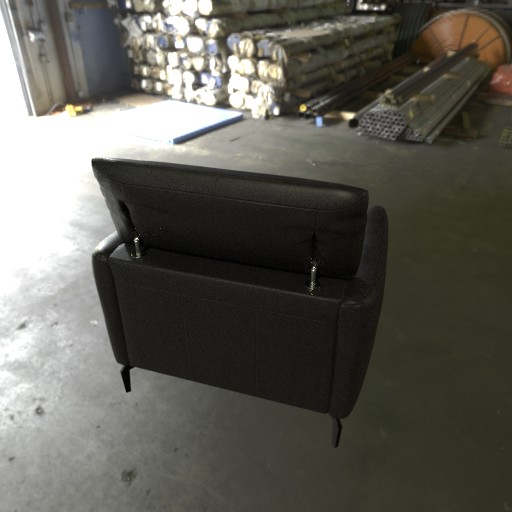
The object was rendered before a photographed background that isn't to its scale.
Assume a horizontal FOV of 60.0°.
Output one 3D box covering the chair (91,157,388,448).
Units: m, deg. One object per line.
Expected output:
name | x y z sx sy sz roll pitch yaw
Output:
chair | 0.000 0.000 1.719 0.976 0.949 0.809 9 33 15
